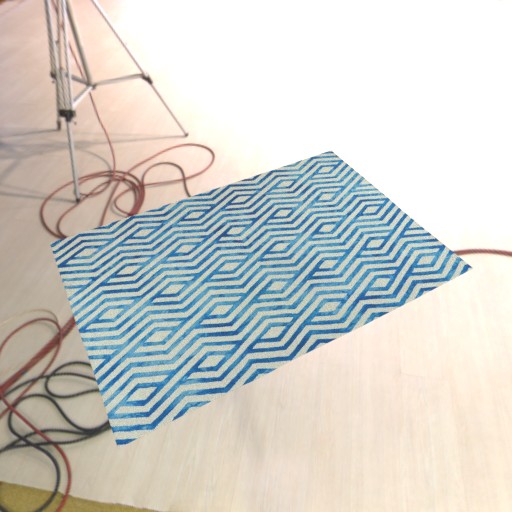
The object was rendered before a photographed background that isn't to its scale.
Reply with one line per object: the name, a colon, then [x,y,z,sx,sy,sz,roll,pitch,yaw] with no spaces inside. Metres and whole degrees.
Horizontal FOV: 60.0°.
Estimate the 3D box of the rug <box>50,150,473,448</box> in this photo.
rug: [0.000,0.000,2.295,1.830,0.008,1.225,-22,50,-20]
